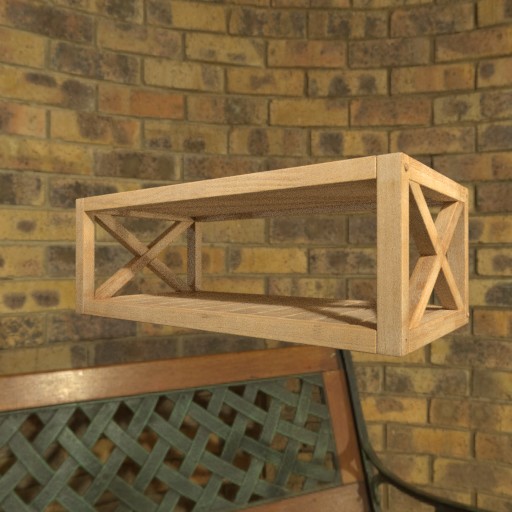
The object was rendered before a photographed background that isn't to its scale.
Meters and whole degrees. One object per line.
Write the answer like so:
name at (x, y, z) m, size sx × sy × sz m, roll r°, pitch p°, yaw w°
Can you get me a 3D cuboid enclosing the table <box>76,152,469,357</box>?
table at (0.000, 0.000, 1.636) m, size 1.321 × 0.457 × 0.660 m, roll 0°, pitch 0°, yaw 37°
